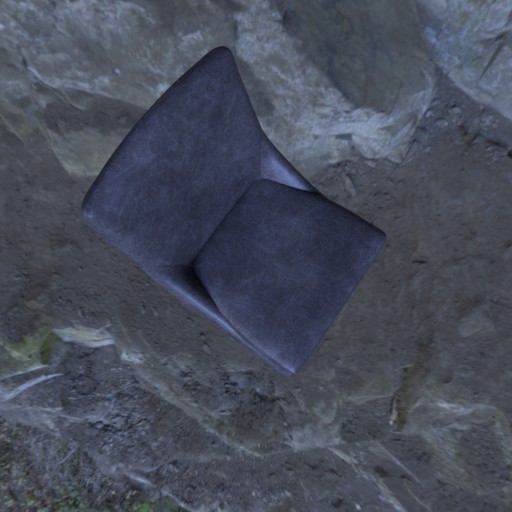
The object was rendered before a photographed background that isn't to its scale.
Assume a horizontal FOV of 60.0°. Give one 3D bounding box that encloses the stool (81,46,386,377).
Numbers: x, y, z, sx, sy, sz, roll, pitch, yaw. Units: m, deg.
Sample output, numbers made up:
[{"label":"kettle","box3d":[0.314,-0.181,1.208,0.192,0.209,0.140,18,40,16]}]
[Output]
[{"label":"stool","box3d":[0.000,0.000,1.365,0.587,1.046,0.492,35,78,8]}]
